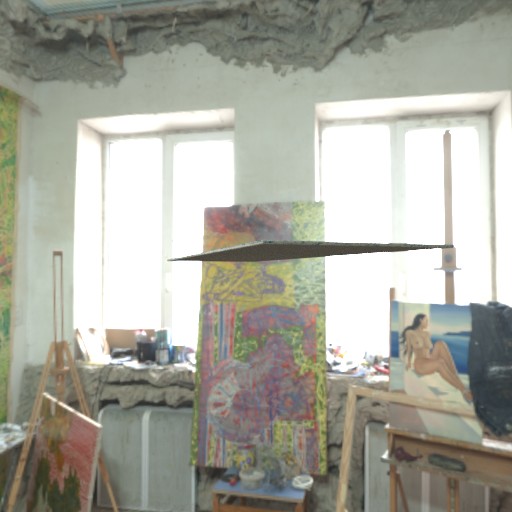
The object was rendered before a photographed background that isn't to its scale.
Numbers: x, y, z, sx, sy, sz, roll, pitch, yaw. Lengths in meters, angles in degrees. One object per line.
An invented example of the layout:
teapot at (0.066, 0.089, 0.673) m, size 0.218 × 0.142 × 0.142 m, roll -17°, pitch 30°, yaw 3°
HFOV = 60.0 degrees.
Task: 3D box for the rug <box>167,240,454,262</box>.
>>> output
rug at (0.000, 0.000, 2.703) m, size 0.770 × 0.013 × 2.434 m, roll 1°, pitch -2°, yaw -18°
